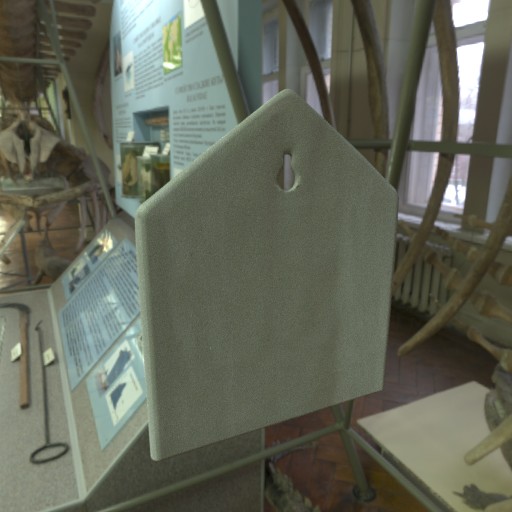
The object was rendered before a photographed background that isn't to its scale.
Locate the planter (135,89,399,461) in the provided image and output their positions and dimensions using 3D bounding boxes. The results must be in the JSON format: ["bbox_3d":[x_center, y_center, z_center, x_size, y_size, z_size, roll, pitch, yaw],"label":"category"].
[{"bbox_3d":[0.000,0.000,0.282,0.163,0.194,0.080,-7,17,-26],"label":"planter"}]
